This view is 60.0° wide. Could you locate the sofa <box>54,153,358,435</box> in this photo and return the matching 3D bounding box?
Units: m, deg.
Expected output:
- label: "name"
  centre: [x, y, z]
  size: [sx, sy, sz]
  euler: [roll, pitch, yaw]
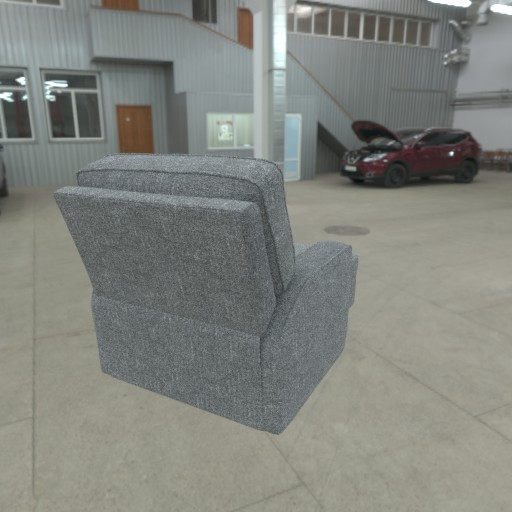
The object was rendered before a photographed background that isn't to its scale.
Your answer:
- label: "sofa"
  centre: [0.000, 0.000, 2.018]
  size: [0.861, 0.959, 1.472]
  euler: [9, 18, 28]
